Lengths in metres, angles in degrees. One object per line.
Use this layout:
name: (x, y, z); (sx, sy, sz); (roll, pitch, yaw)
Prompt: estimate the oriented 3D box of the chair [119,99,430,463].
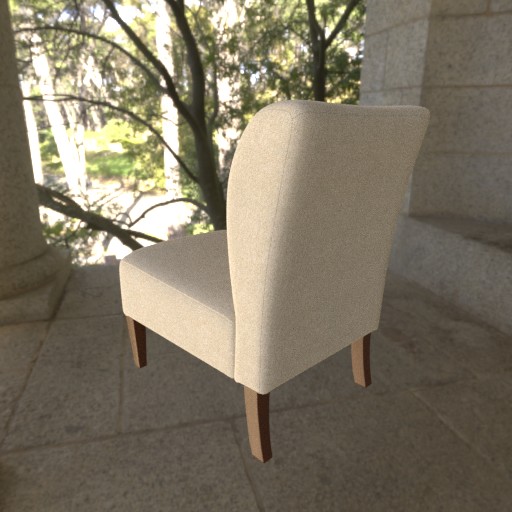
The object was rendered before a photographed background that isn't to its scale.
chair: (0.000, 0.000, 1.305); (0.521, 0.833, 0.754); (-16, 23, -42)
